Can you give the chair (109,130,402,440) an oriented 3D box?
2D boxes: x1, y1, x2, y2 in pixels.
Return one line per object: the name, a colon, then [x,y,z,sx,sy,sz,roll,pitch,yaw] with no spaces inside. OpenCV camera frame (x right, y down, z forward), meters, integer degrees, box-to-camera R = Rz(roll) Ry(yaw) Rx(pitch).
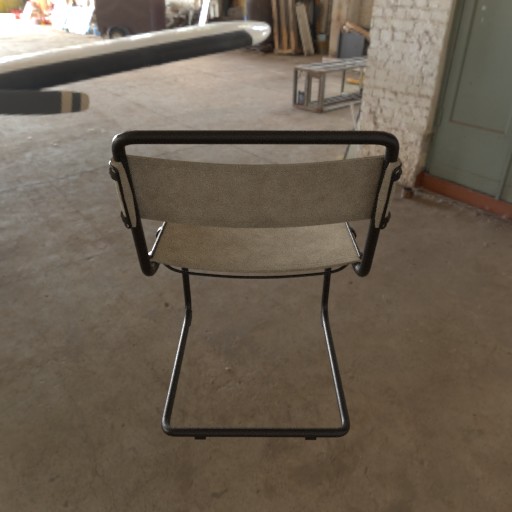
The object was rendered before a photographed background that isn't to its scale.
chair: [0.000,0.000,1.090,0.499,0.747,0.497,0,31,0]
